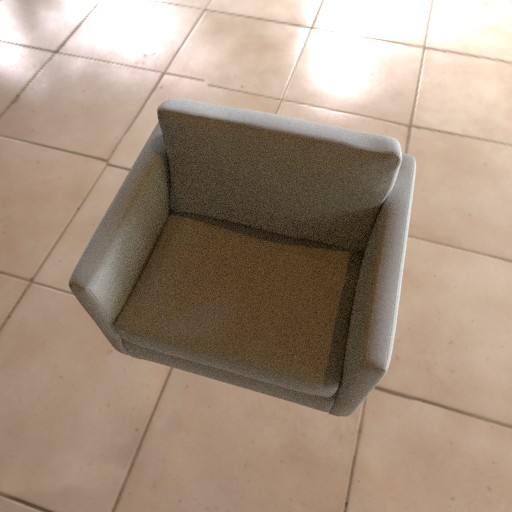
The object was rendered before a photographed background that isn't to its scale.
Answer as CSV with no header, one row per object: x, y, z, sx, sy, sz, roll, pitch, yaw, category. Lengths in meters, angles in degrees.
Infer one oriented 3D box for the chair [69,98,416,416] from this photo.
0.000,0.000,1.852,1.107,0.961,0.953,14,59,8,chair
